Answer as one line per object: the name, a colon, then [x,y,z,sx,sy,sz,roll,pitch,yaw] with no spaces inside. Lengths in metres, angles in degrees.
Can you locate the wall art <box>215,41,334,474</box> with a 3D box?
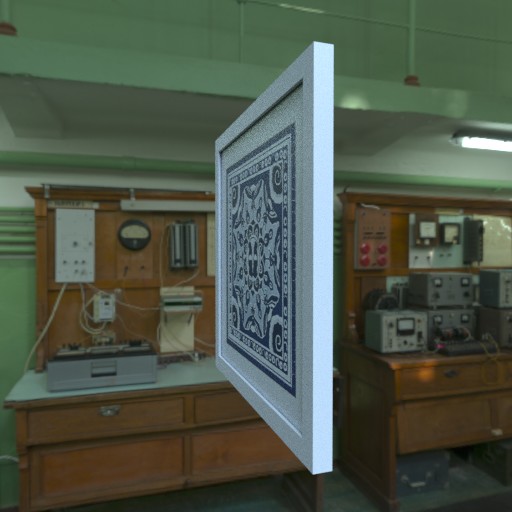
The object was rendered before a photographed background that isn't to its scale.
wall art: [0.000,0.000,0.842,0.028,0.559,0.559,0,1,-18]
